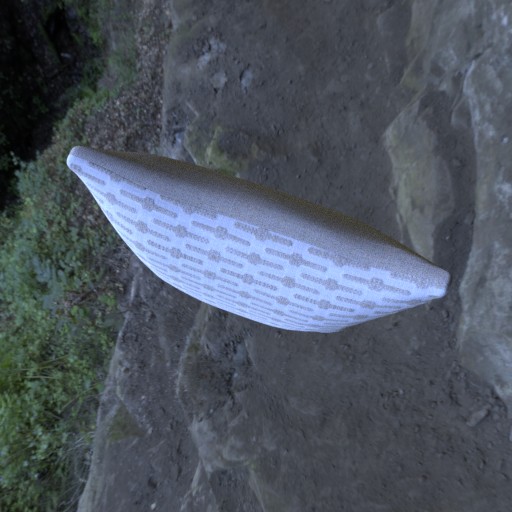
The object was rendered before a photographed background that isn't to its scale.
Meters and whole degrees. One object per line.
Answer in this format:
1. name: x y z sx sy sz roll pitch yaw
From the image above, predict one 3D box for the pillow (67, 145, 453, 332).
1. pillow: 0.000 0.000 0.775 0.496 0.491 0.219 19 77 5
